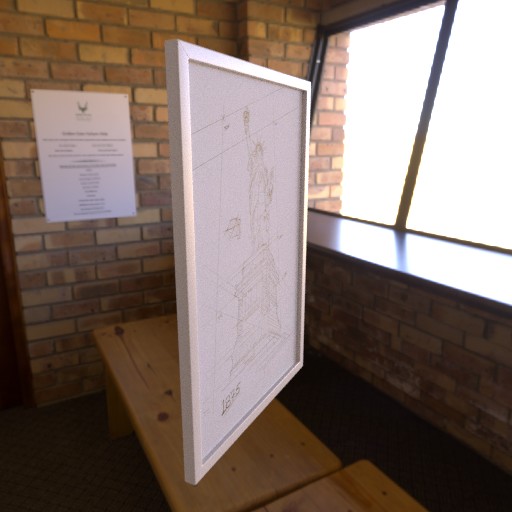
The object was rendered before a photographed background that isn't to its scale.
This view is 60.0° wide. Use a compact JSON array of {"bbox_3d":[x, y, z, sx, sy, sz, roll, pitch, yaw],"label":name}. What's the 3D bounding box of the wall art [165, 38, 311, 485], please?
[{"bbox_3d":[0.000,0.000,1.483,0.038,1.183,0.808,8,16,27],"label":"wall art"}]
